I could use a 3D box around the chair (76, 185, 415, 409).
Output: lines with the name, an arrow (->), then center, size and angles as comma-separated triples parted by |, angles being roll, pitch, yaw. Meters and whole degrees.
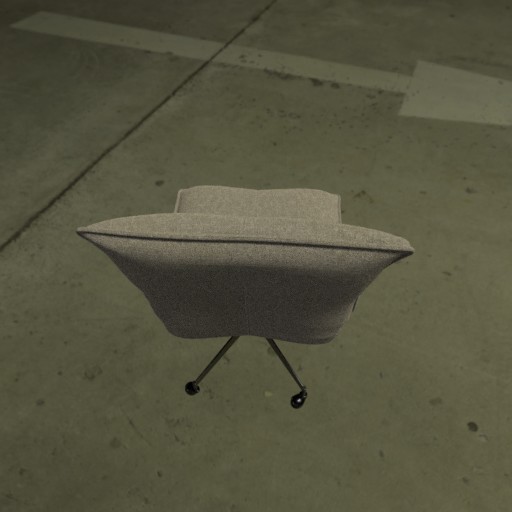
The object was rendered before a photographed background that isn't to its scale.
chair -> 0.000, 0.000, 1.284 | 0.597, 0.811, 0.696 | 3, 47, 3
